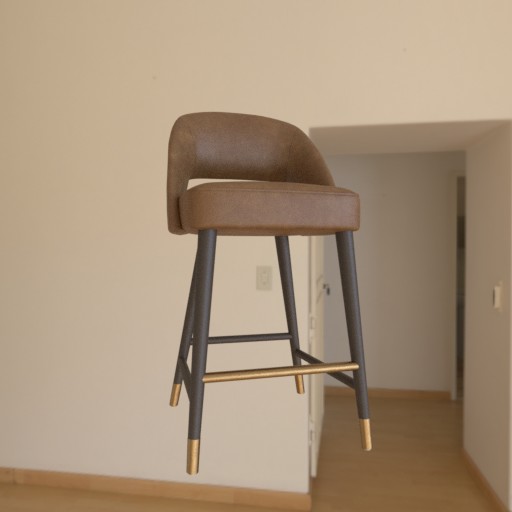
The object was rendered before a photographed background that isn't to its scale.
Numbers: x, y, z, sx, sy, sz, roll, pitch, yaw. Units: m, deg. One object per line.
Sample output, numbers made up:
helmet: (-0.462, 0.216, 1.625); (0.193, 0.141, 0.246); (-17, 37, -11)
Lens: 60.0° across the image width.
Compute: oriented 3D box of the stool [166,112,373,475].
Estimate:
stool: (0.000, 0.000, 1.251); (0.494, 0.940, 0.509); (0, 1, -16)
